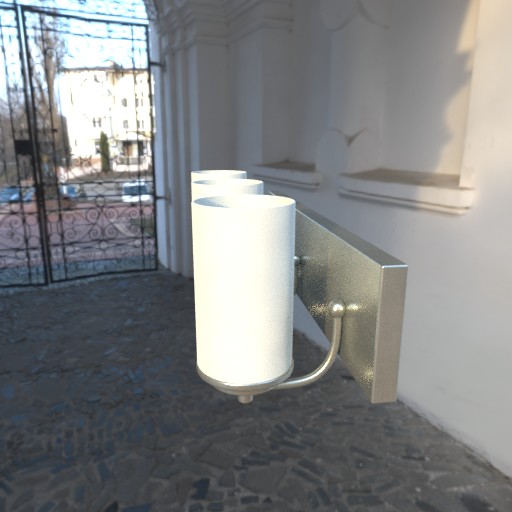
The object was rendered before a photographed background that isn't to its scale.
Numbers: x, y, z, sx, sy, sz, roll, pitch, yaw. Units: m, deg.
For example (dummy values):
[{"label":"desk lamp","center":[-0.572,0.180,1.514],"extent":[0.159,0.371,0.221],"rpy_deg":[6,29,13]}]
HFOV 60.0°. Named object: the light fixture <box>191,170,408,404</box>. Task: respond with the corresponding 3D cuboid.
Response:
[{"label":"light fixture","center":[0.000,0.000,0.517],"extent":[0.145,0.172,0.451],"rpy_deg":[-2,15,-8]}]
